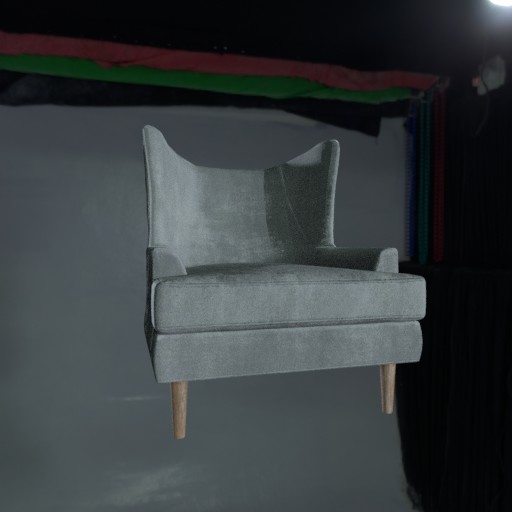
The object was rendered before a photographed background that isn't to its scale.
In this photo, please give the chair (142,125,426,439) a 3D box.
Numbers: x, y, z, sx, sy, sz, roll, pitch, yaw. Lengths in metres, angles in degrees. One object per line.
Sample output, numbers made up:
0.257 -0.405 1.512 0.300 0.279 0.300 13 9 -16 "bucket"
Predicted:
0.000 0.000 1.596 0.784 0.950 0.906 0 1 -16 "chair"
